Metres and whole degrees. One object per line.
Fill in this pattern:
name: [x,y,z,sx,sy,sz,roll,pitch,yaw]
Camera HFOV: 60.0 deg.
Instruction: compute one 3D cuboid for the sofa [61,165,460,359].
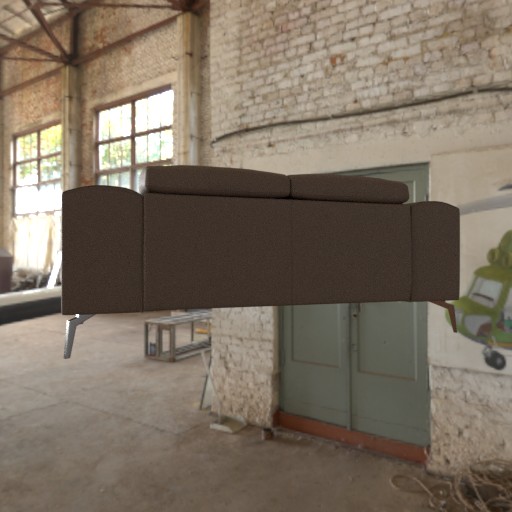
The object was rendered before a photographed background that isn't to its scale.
sofa: [0.000,0.000,2.417,1.895,0.779,1.003,0,0,-18]
